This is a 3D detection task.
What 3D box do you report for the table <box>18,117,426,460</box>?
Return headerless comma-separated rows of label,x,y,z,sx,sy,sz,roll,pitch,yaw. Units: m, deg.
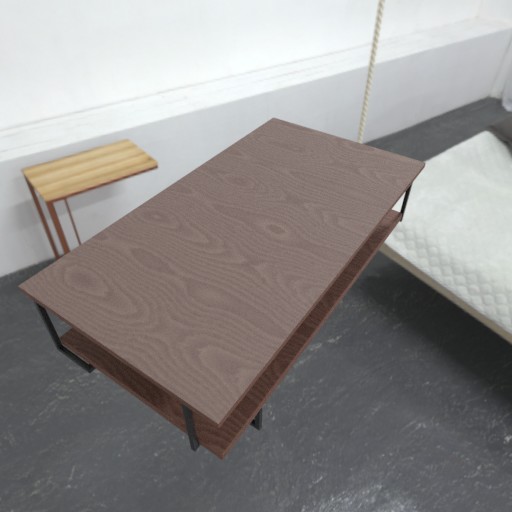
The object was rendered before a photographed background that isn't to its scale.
table,0.000,0.000,1.474,0.651,0.347,1.197,25,48,25
